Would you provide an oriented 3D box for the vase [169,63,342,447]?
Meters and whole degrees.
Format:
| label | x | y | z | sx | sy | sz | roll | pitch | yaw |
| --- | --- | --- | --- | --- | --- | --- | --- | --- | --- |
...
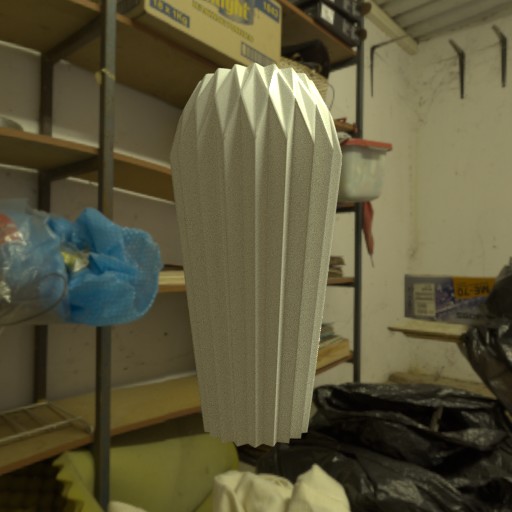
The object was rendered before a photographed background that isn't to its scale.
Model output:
| label | x | y | z | sx | sy | sz | roll | pitch | yaw |
| --- | --- | --- | --- | --- | --- | --- | --- | --- | --- |
| vase | 0.000 | 0.000 | 0.345 | 0.133 | 0.263 | 0.133 | 0 | 0 | 0 |
